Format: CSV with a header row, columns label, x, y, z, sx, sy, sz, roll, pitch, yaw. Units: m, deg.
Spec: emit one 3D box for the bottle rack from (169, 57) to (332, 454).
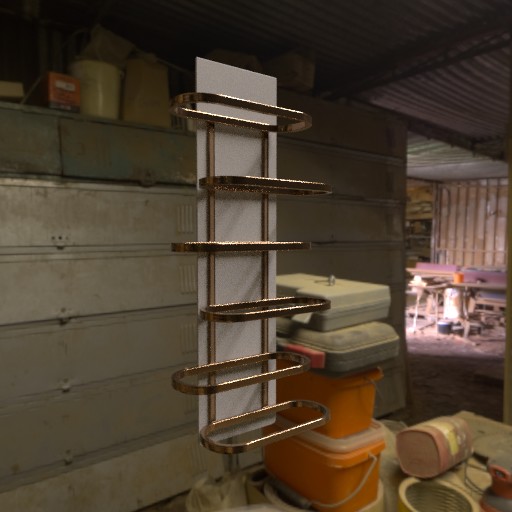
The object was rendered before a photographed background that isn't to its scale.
label,x,y,z,sx,sy,sz,roll,pitch,yaw
bottle rack,0.000,0.000,0.814,0.332,0.709,0.118,-2,3,-36
